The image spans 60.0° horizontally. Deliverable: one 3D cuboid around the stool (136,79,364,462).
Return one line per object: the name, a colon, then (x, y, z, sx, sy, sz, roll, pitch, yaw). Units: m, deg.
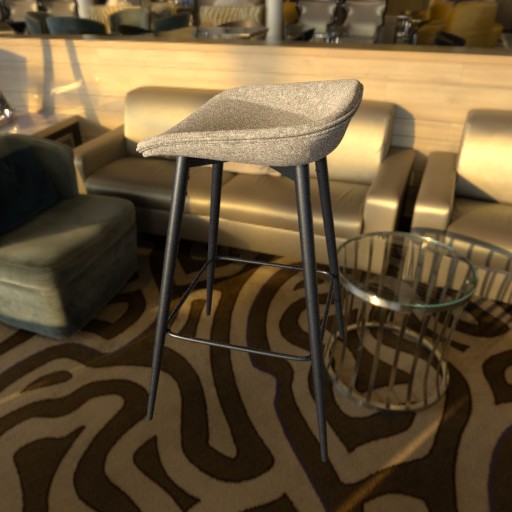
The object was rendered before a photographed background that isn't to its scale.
stool: (0.000, 0.000, 1.102, 0.480, 0.814, 0.469, 8, 32, 13)
